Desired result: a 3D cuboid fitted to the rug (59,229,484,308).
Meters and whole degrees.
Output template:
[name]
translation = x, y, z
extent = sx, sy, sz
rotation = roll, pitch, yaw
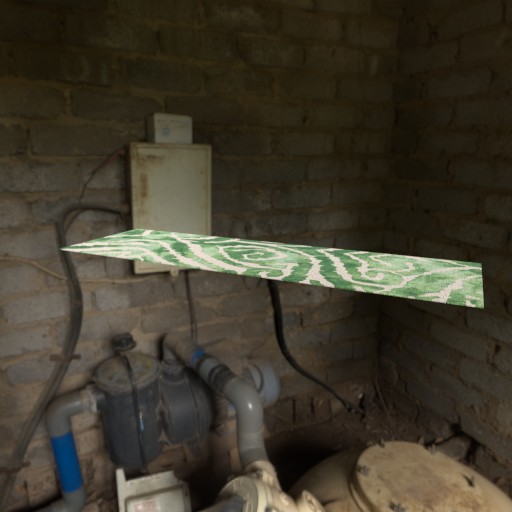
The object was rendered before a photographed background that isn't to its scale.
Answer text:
[rug]
translation = 0.000, 0.000, 2.665
extent = 2.438, 0.006, 0.761
rotation = 7, 16, 25
